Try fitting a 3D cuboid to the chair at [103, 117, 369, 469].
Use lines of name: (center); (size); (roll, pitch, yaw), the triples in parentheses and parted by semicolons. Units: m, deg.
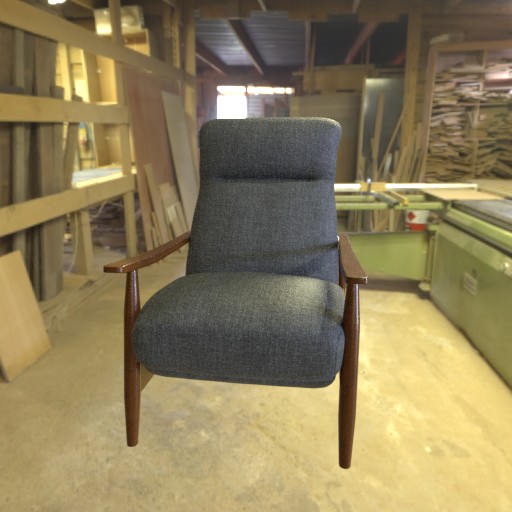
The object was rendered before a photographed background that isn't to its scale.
chair: (0.000, 0.000, 1.750); (0.762, 1.082, 1.030); (2, 15, 8)
